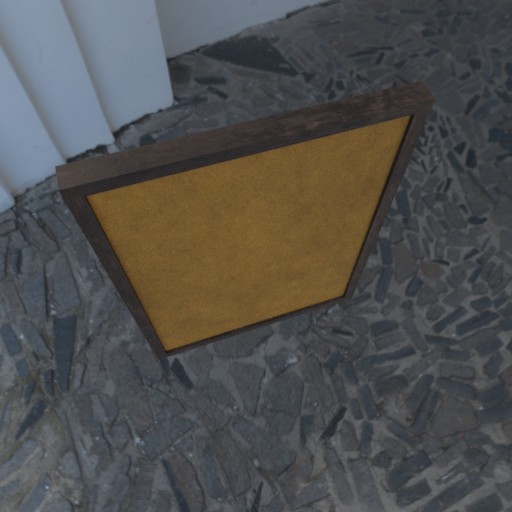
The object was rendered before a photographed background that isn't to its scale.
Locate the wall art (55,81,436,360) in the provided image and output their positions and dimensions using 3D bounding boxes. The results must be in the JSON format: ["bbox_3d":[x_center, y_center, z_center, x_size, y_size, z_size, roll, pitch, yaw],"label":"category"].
[{"bbox_3d":[0.000,0.000,0.547,0.329,0.406,0.027,-16,60,-10],"label":"wall art"}]
